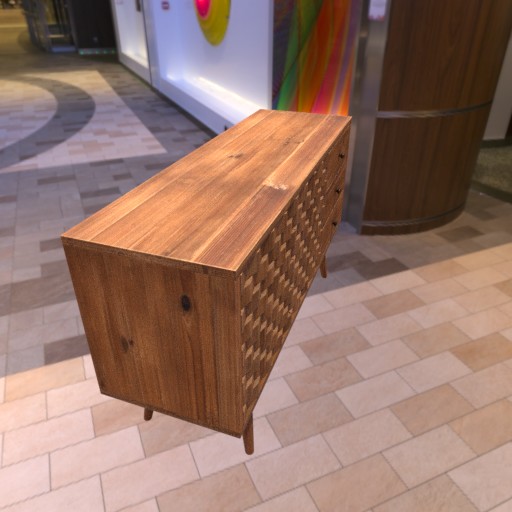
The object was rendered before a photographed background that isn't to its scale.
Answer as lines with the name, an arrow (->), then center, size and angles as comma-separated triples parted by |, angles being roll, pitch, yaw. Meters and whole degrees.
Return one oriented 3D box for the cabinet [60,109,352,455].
cabinet -> 0.000, 0.000, 1.746 | 0.472, 0.800, 1.400 | 11, 32, 17
